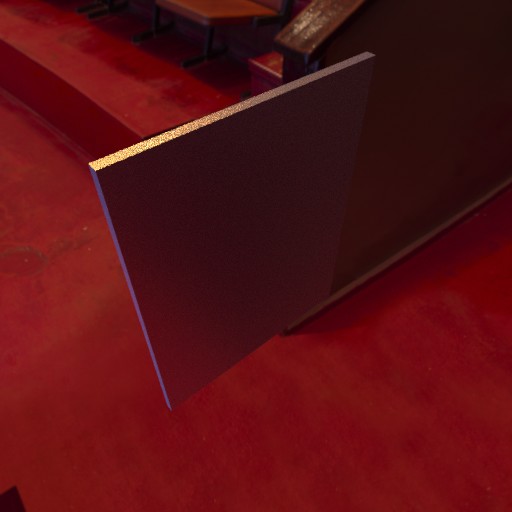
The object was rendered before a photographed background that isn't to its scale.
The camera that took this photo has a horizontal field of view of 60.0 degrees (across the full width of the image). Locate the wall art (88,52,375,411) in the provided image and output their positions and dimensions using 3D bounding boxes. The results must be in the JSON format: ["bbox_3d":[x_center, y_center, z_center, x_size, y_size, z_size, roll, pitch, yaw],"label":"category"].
[{"bbox_3d":[0.000,0.000,1.403,0.816,1.046,0.030,-31,54,-26],"label":"wall art"}]
